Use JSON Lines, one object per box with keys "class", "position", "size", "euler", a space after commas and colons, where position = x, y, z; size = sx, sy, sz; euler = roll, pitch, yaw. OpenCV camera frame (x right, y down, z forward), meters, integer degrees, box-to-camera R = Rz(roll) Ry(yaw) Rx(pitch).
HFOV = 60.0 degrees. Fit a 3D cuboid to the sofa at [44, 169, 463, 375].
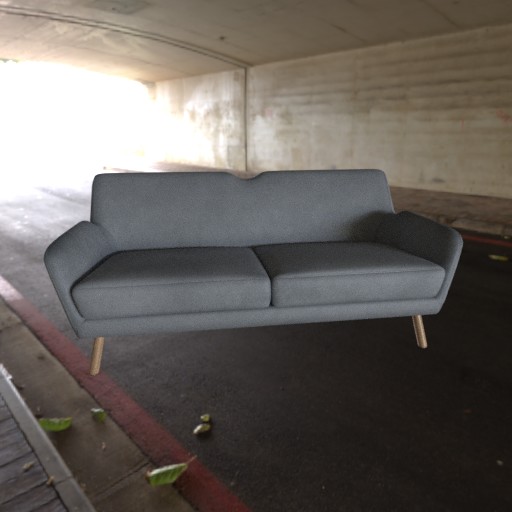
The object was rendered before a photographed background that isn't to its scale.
{"class": "sofa", "position": [0.000, 0.000, 2.312], "size": [1.870, 0.810, 0.850], "euler": [-3, 16, -9]}
